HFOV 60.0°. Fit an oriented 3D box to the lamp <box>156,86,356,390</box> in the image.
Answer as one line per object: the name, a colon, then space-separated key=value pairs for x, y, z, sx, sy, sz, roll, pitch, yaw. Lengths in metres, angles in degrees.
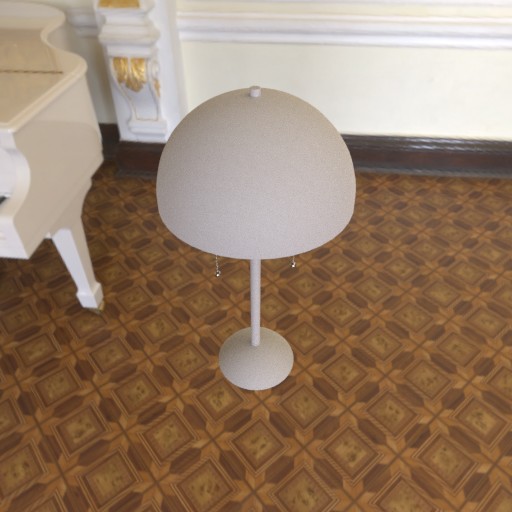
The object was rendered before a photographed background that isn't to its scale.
lamp: x=0.000 y=0.000 z=0.437 sx=0.171 sy=0.330 sz=0.171 roll=0 pitch=41 yaw=0
